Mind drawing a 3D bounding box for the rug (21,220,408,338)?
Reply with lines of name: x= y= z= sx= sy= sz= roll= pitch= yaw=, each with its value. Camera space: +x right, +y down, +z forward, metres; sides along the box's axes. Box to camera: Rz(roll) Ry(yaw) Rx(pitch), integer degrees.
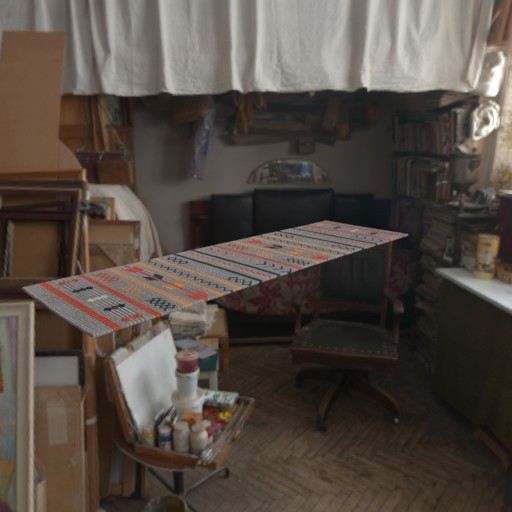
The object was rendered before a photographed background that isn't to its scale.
rug: x=0.000 y=0.000 z=2.665 sx=0.744 sy=0.022 sz=2.419 roll=15 pitch=21 yaw=43
